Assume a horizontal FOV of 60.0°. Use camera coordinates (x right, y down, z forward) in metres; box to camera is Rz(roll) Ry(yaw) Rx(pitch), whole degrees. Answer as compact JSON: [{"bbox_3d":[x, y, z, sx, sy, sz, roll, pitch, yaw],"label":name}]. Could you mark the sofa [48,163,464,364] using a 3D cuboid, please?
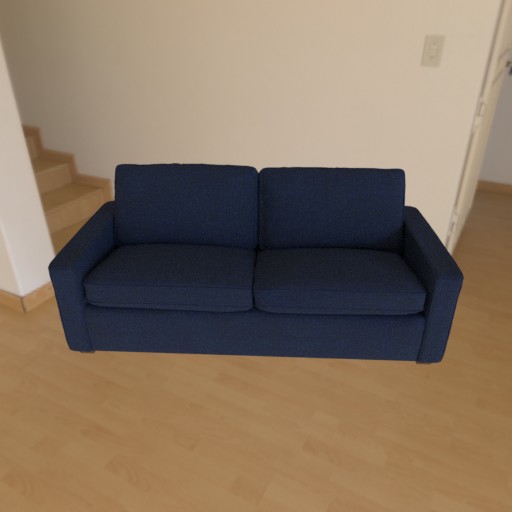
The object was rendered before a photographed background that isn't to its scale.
[{"bbox_3d":[0.000,0.000,2.617,2.080,0.919,0.940,1,29,2],"label":"sofa"}]
